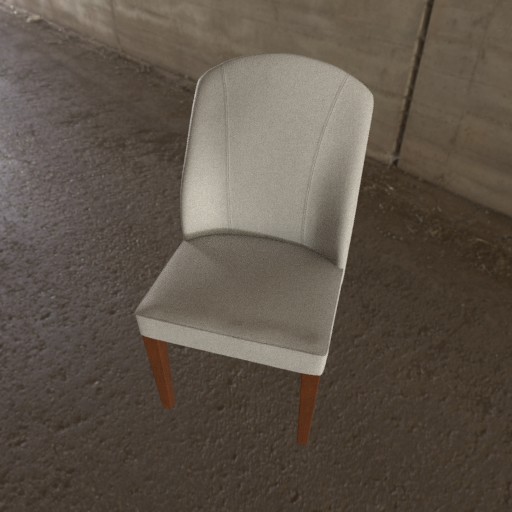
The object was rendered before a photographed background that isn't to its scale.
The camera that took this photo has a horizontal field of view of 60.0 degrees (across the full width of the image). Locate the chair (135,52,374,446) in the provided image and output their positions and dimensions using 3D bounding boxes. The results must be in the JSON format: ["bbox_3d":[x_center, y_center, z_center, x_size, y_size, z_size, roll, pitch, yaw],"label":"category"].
[{"bbox_3d":[0.000,0.000,1.188,0.472,0.893,0.540,10,40,12],"label":"chair"}]
